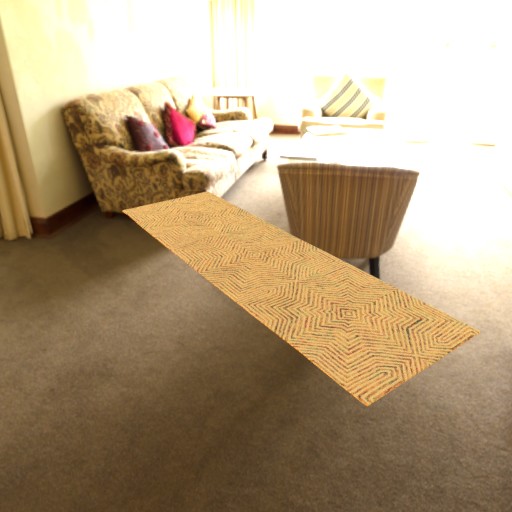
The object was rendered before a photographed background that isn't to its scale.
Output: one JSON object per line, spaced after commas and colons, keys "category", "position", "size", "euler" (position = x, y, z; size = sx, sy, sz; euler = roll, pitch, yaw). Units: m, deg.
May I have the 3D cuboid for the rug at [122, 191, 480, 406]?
{"category": "rug", "position": [0.000, 0.000, 2.704], "size": [0.771, 0.009, 2.443], "euler": [-18, 32, -32]}
